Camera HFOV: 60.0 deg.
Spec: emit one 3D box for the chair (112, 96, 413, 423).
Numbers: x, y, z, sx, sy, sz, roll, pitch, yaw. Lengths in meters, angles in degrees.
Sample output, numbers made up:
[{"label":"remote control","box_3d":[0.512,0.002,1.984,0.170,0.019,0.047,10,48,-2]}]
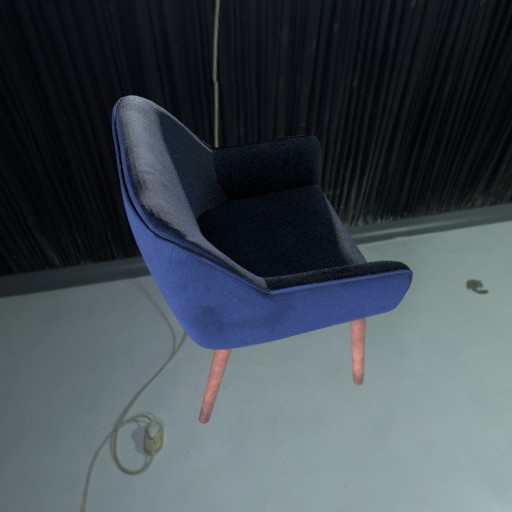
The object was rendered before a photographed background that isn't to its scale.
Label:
[{"label":"chair","box_3d":[0.000,0.000,1.251,0.600,0.820,0.600,-12,48,-11]}]
